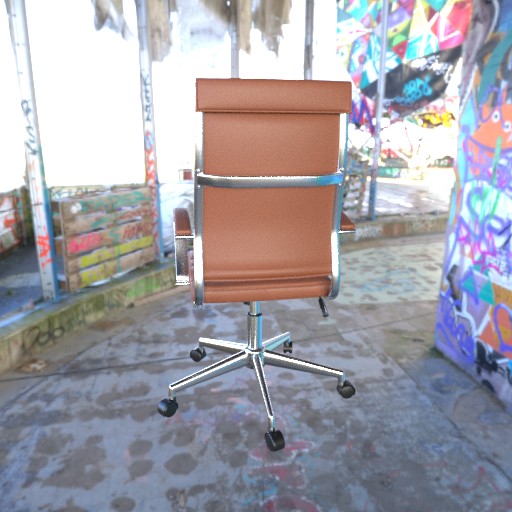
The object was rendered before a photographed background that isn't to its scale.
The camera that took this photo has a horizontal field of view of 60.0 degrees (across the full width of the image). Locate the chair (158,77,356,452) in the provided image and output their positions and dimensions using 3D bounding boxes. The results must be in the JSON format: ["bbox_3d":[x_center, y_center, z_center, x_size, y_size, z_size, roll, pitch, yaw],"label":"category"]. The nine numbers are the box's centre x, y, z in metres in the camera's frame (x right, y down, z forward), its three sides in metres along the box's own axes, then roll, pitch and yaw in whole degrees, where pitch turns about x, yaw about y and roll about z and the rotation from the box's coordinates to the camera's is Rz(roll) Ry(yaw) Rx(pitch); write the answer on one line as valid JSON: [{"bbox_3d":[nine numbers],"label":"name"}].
[{"bbox_3d":[0.000,0.000,1.644,0.766,1.149,0.739,-2,15,-9],"label":"chair"}]
